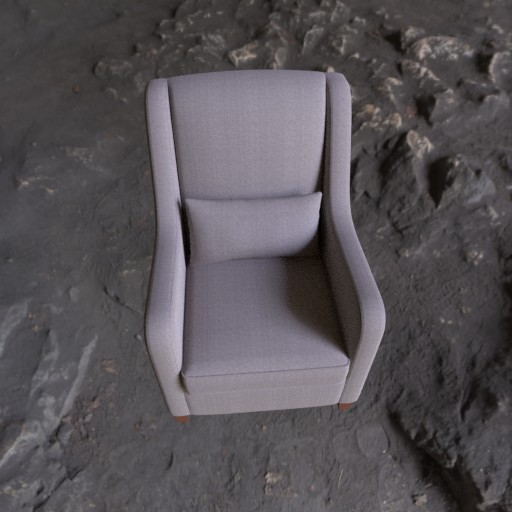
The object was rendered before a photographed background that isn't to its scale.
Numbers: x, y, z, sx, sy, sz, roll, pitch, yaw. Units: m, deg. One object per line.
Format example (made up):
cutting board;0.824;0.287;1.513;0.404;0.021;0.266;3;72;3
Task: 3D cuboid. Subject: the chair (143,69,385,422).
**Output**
chair;0.000;0.000;1.636;0.715;1.017;0.890;-3;48;-3
